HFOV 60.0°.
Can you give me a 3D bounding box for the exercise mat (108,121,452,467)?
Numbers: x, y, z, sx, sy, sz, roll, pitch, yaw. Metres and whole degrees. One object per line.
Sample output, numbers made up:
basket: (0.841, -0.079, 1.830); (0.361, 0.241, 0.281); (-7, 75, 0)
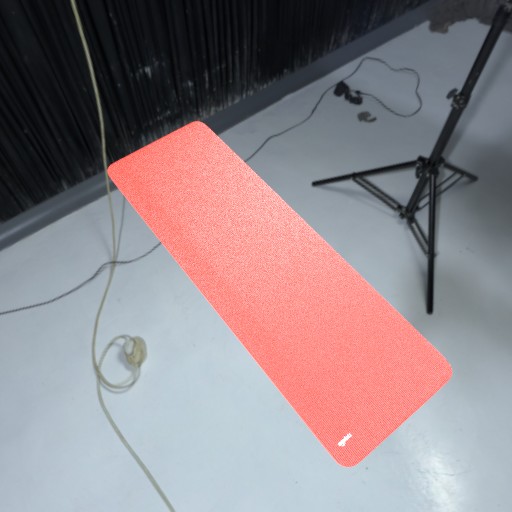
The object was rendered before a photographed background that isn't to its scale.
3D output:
exercise mat: (0.000, 0.000, 2.079); (0.616, 0.021, 1.869); (-34, 64, -19)
